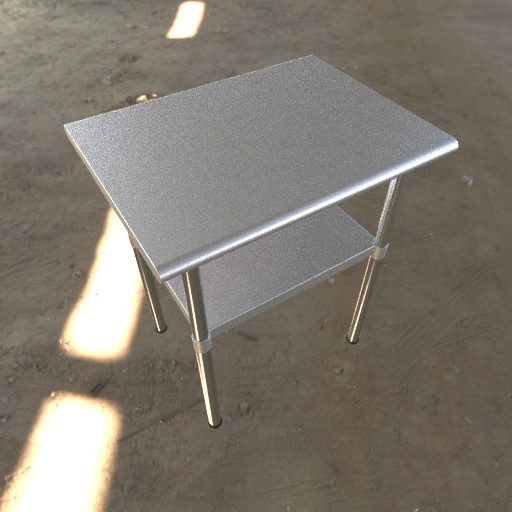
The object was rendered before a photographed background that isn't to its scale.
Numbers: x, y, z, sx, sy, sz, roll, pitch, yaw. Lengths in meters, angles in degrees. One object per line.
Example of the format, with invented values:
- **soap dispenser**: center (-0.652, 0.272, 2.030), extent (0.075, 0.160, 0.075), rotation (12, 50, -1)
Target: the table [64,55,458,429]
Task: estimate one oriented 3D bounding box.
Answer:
- **table**: center (0.000, 0.000, 1.383), extent (0.762, 0.876, 0.584), rotation (-25, 52, -21)
